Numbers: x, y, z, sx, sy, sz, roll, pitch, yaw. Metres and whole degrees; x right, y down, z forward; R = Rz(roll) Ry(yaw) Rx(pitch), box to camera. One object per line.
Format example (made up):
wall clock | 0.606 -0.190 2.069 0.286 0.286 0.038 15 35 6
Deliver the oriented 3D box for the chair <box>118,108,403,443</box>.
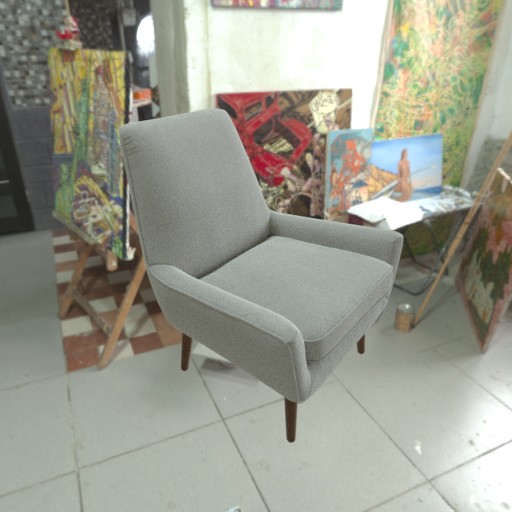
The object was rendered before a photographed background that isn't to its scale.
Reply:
chair | 0.000 0.000 1.550 0.822 0.888 0.787 18 32 32
